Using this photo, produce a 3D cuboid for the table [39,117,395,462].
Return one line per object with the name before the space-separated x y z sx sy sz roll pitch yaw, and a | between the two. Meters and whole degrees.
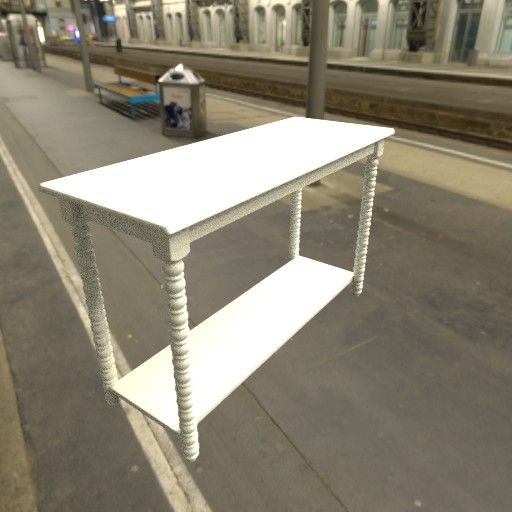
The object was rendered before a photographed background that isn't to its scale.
table | 0.000 0.000 1.548 0.459 0.740 1.184 18 32 32
